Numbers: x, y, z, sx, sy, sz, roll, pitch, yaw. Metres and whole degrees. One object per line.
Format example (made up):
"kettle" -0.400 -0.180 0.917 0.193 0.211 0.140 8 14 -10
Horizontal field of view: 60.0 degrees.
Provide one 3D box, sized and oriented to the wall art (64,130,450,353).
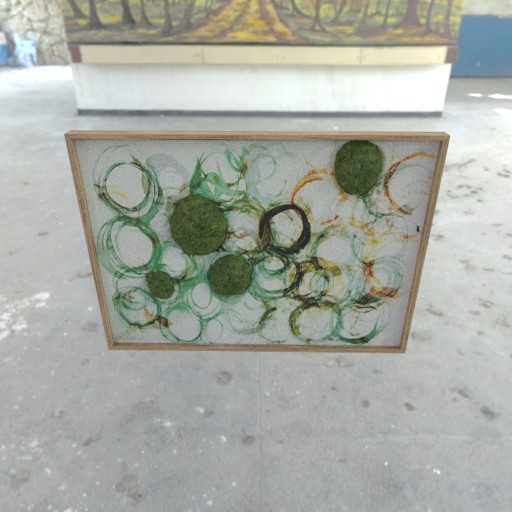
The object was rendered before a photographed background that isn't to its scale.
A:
"wall art" 0.000 0.000 1.118 0.841 0.609 0.063 0 29 1
